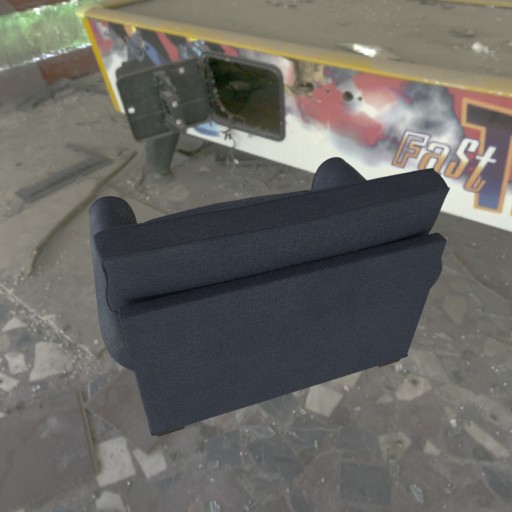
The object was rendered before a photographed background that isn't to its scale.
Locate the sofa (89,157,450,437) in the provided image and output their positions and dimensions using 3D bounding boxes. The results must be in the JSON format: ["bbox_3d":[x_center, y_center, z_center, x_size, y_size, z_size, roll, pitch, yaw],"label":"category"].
[{"bbox_3d":[0.000,0.000,2.055,1.405,1.004,0.938,-13,42,-15],"label":"sofa"}]
